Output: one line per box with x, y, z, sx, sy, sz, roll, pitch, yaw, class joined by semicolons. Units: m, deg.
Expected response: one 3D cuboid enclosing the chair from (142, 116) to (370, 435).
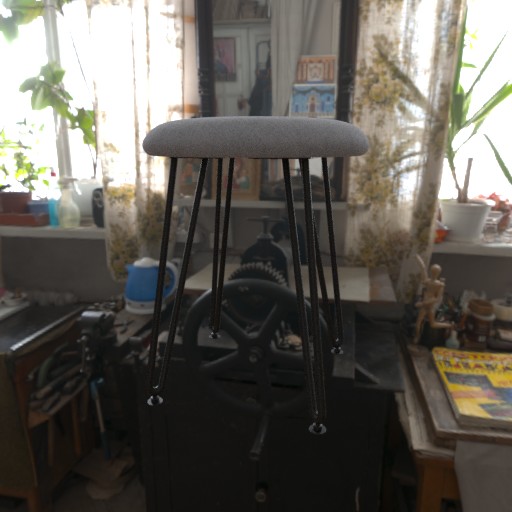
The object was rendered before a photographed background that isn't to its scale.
0.000;0.000;0.658;0.350;0.386;0.350;-7;16;-28;chair
